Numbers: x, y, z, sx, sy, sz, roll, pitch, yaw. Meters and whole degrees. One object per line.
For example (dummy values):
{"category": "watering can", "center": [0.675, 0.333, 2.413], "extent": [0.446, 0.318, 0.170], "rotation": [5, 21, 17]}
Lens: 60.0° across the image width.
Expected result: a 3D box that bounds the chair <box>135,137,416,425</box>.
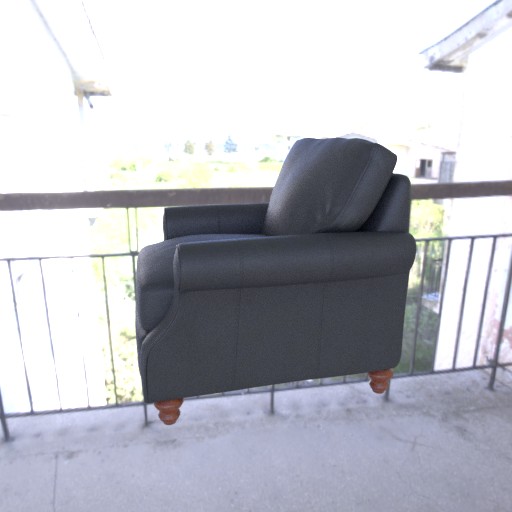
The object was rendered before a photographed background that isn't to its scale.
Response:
{"category": "chair", "center": [0.000, 0.000, 1.848], "extent": [1.027, 0.960, 1.015], "rotation": [-2, 15, -9]}
